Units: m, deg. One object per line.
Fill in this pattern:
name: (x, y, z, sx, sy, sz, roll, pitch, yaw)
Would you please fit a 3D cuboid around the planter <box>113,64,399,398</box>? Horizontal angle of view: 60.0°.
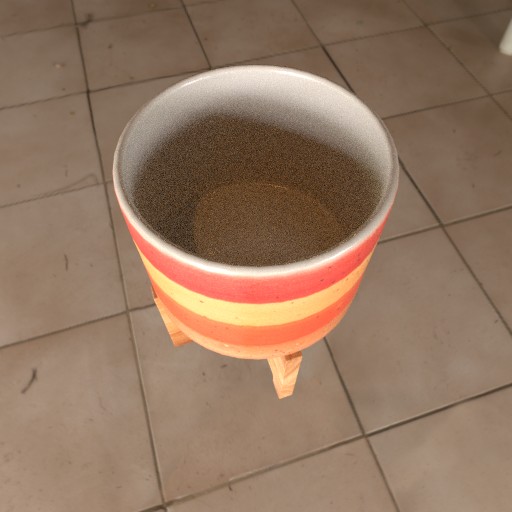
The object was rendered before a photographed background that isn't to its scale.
planter: (0.000, 0.000, 0.409, 0.199, 0.268, 0.199, 0, 58, 0)
